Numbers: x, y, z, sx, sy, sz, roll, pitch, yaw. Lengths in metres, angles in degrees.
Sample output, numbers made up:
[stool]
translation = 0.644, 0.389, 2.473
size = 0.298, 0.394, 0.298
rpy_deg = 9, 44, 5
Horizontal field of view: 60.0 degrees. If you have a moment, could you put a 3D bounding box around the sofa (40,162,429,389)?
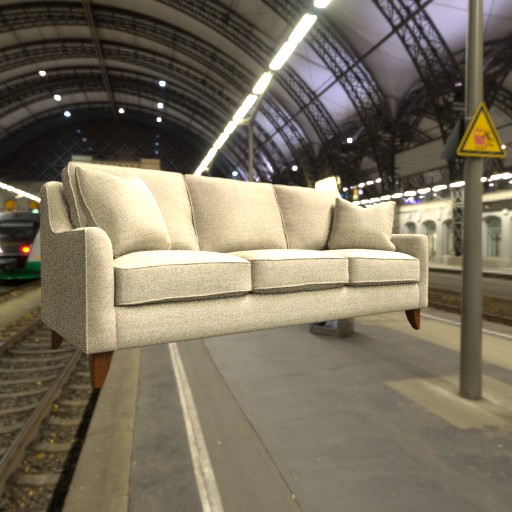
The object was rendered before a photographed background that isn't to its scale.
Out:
[sofa]
translation = 0.000, 0.000, 2.429
size = 2.031, 0.914, 0.865
rpy_deg = -1, 2, -35
